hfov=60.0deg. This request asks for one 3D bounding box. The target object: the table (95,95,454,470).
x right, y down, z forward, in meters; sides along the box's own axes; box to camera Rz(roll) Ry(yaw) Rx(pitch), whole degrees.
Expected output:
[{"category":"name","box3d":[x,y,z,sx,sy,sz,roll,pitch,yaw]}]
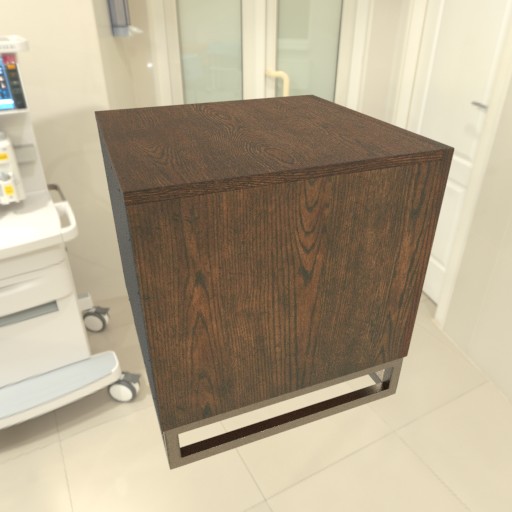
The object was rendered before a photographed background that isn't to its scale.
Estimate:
[{"category":"table","box3d":[0.000,0.000,1.006,0.566,0.582,0.506,-11,32,-18]}]
